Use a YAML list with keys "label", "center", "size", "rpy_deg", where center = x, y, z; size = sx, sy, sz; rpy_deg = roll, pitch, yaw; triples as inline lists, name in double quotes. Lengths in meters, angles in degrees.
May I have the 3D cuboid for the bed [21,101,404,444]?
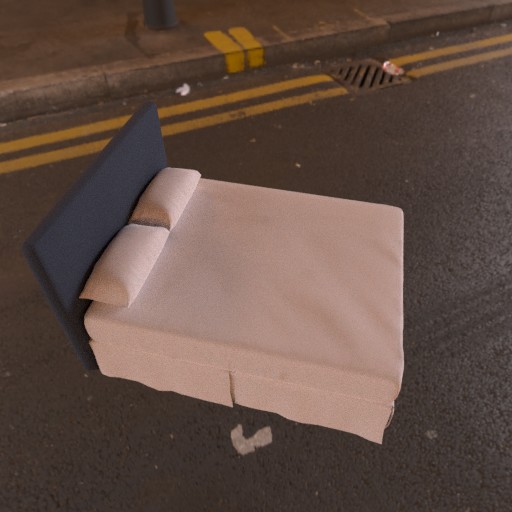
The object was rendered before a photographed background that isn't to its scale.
- label: "bed"
  center: [0.000, 0.000, 3.141]
  size: [2.162, 1.330, 1.713]
  rpy_deg: [10, 47, 9]
